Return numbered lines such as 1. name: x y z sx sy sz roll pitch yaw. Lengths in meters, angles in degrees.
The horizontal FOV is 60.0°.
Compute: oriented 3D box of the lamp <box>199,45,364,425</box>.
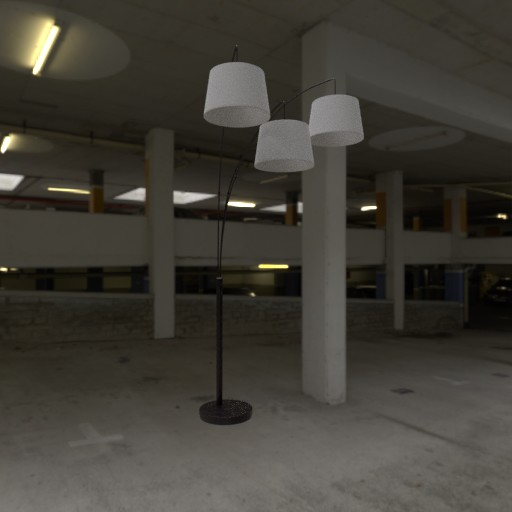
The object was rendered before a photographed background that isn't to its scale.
1. lamp: 0.000 0.000 2.481 0.951 1.950 0.924 0 -1 -35
